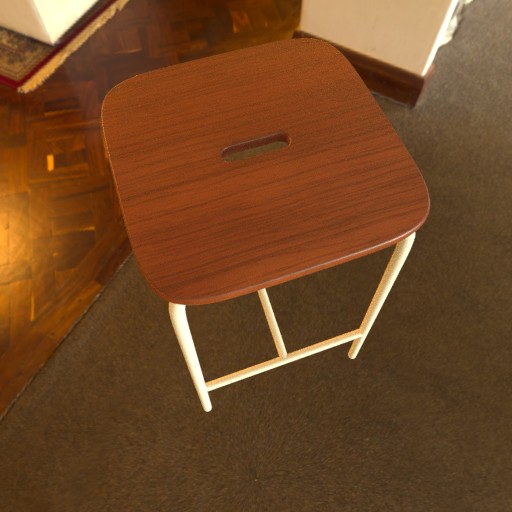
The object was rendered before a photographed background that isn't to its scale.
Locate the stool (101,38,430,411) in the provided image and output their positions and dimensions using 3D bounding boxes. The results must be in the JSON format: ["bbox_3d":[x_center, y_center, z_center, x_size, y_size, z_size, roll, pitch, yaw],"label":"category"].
[{"bbox_3d":[0.000,0.000,0.830,0.376,0.610,0.376,-17,64,-9],"label":"stool"}]
